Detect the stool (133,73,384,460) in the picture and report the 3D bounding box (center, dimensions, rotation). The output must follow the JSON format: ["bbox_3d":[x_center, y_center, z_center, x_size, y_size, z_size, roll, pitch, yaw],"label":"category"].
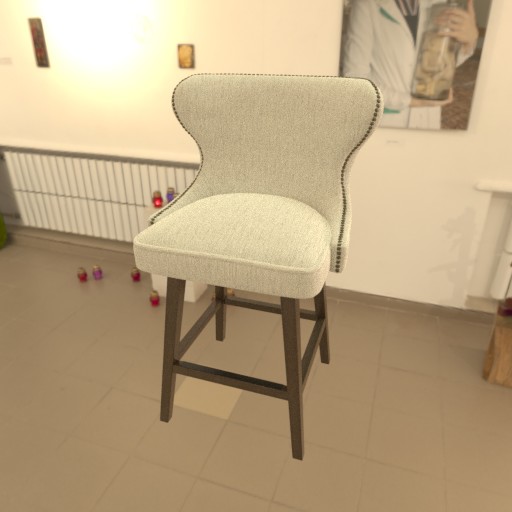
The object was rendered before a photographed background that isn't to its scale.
[{"bbox_3d":[0.000,0.000,1.322,0.615,0.972,0.597,9,28,17],"label":"stool"}]
